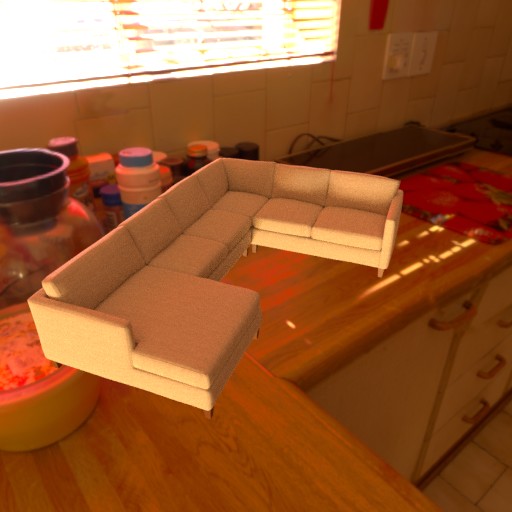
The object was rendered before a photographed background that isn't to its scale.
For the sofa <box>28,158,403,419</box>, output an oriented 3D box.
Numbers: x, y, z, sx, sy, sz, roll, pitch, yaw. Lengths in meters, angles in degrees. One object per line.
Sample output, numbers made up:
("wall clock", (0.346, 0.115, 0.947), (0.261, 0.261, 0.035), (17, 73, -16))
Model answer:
("sofa", (0.000, 0.000, 4.578), (2.594, 0.961, 3.460), (11, 32, 18))
